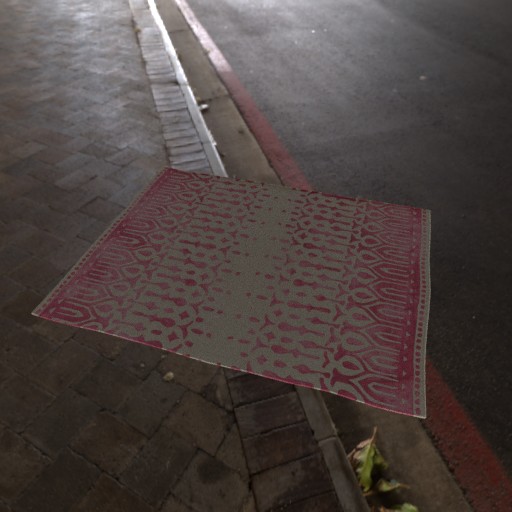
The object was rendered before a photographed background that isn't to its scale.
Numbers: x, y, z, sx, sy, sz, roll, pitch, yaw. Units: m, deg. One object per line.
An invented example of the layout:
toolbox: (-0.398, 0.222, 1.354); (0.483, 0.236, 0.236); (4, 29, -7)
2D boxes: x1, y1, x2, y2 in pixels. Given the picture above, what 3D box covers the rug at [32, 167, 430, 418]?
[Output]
rug: (0.000, 0.000, 4.100); (3.095, 0.016, 2.441); (12, 43, 13)
